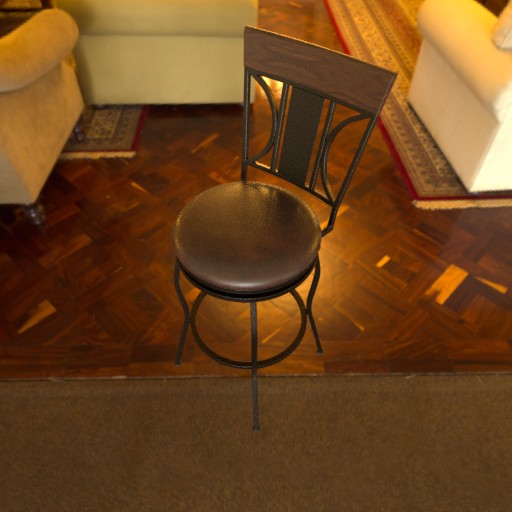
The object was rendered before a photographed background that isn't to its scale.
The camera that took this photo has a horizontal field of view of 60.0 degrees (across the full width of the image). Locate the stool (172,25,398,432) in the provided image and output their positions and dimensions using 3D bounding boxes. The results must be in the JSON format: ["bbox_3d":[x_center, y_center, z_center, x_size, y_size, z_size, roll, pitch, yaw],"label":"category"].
[{"bbox_3d":[0.000,0.000,1.385,0.448,1.130,0.513,31,54,26],"label":"stool"}]
